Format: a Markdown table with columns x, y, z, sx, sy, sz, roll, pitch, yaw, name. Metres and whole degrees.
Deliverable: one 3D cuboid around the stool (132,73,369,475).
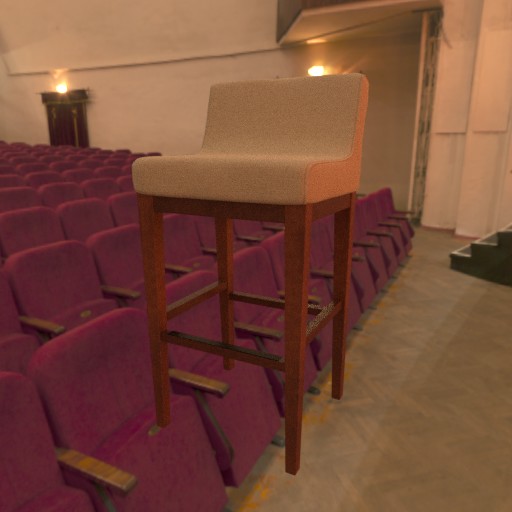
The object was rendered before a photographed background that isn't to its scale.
| x | y | z | sx | sy | sz | roll | pitch | yaw | name |
| --- | --- | --- | --- | --- | --- | --- | --- | --- | --- |
| 0.000 | 0.000 | 1.324 | 0.511 | 1.037 | 0.500 | 7 | 16 | 26 | stool |
